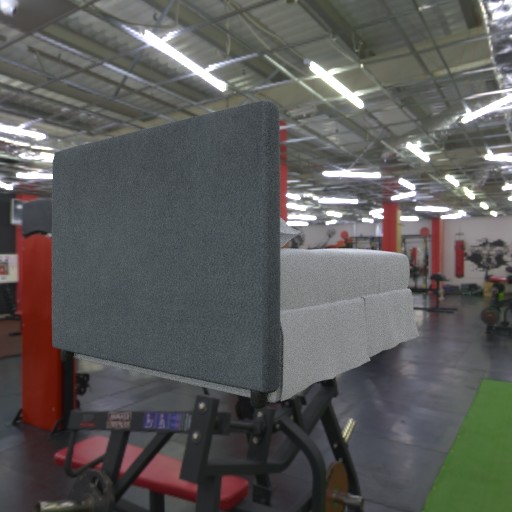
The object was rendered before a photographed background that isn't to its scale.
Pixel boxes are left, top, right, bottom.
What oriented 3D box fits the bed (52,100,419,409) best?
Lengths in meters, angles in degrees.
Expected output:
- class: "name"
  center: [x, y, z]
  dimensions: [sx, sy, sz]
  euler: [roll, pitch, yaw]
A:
- class: "bed"
  center: [0.000, 0.000, 3.165]
  dimensions: [1.713, 1.330, 2.142]
  euler: [0, 0, 35]
